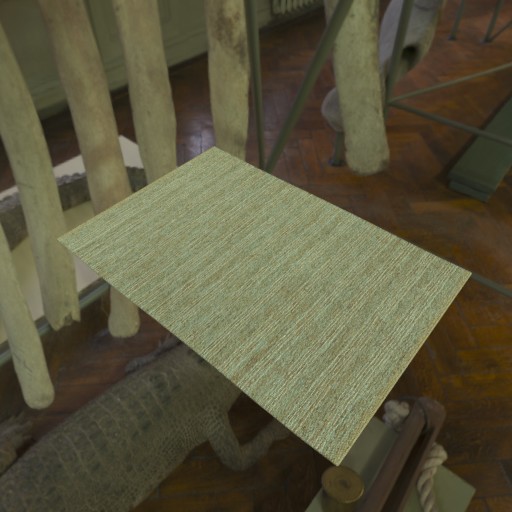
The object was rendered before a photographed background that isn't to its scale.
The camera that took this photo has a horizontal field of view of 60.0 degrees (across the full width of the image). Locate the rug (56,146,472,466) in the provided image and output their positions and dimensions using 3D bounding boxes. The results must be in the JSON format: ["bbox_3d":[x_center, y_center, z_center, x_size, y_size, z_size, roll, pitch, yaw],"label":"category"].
[{"bbox_3d":[0.000,0.000,2.335,1.824,0.010,1.240,31,53,27],"label":"rug"}]
